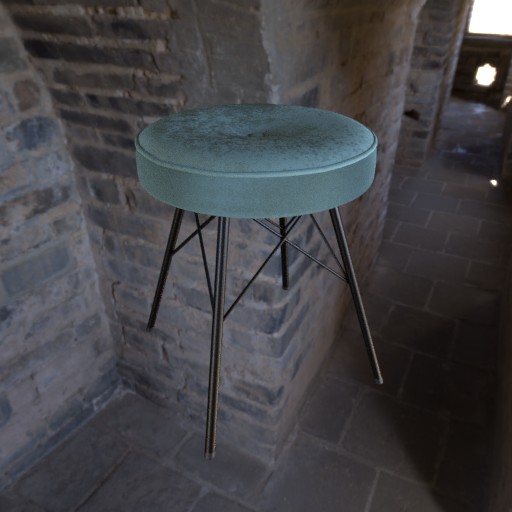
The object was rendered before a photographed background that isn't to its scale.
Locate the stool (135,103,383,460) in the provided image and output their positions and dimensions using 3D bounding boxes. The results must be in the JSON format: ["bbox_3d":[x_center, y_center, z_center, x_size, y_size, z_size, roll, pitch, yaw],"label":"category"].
[{"bbox_3d":[0.000,0.000,0.880,0.457,0.519,0.458,-10,32,-16],"label":"stool"}]
